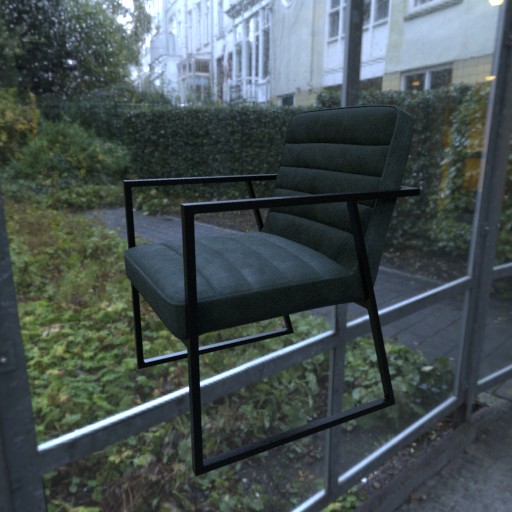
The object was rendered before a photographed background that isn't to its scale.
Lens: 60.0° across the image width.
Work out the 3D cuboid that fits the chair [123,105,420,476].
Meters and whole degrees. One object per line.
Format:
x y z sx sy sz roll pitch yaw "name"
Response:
0.000 0.000 1.284 0.677 0.833 0.571 -8 17 -26 "chair"
